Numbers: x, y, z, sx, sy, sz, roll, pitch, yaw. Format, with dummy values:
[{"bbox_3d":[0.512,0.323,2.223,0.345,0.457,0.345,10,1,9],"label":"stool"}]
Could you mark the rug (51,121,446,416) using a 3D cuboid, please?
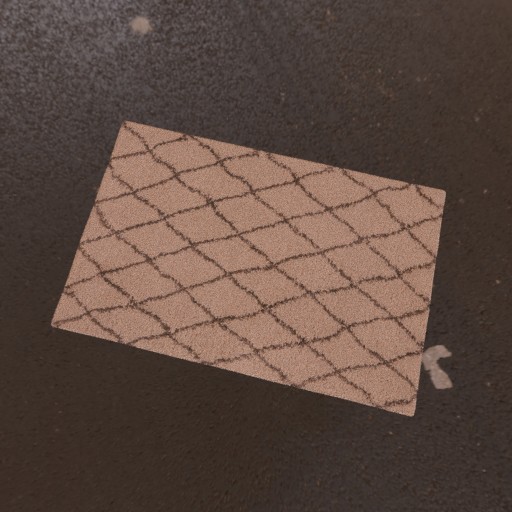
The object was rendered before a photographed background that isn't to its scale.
[{"bbox_3d":[0.000,0.000,3.460,2.743,0.030,1.778,13,76,3],"label":"rug"}]
